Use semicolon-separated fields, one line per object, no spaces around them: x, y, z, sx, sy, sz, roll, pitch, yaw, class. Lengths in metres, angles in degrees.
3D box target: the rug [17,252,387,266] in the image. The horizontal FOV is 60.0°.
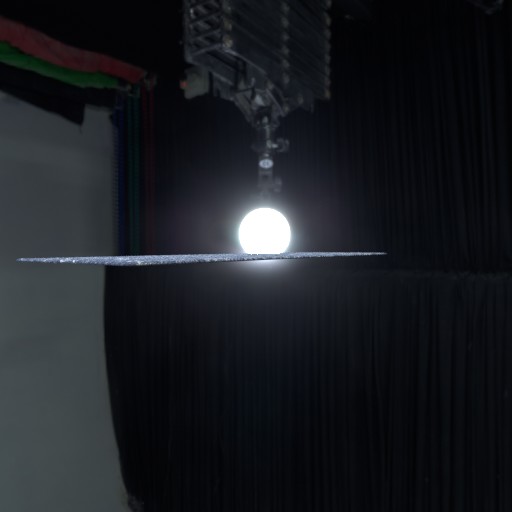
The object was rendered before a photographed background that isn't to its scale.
0.000;0.000;2.489;0.719;0.013;2.306;1;2;35;rug
